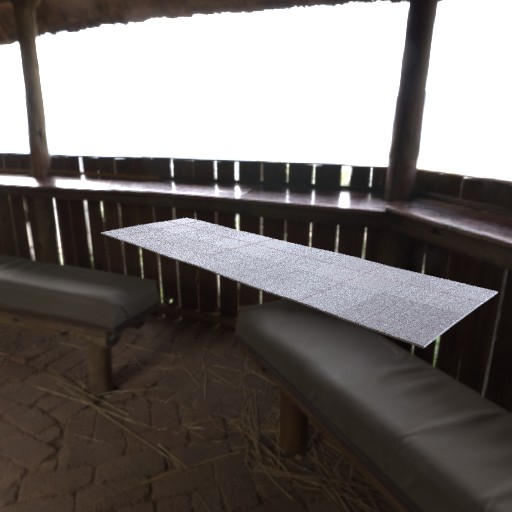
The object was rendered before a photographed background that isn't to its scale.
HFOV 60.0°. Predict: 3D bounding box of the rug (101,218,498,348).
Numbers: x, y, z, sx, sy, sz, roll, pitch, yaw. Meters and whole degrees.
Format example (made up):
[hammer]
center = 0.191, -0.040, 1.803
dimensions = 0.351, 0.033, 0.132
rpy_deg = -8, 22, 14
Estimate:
[rug]
center = 0.000, 0.000, 2.641
dimensions = 0.762, 0.013, 2.439
rpy_deg = -16, 22, -42
